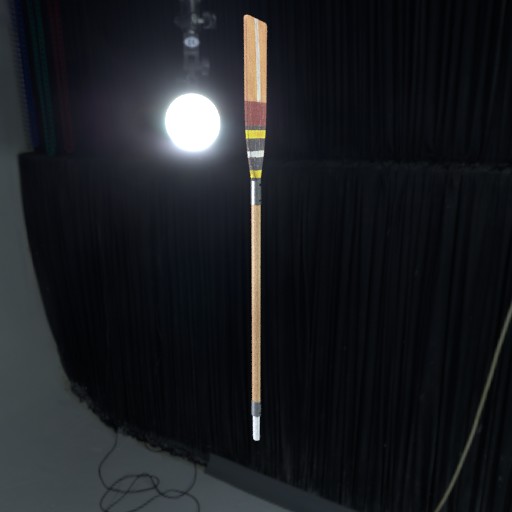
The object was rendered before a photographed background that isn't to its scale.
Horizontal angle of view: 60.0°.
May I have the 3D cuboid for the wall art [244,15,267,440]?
[{"bbox_3d":[0.000,0.000,1.610,0.038,1.556,0.146,7,17,25],"label":"wall art"}]
